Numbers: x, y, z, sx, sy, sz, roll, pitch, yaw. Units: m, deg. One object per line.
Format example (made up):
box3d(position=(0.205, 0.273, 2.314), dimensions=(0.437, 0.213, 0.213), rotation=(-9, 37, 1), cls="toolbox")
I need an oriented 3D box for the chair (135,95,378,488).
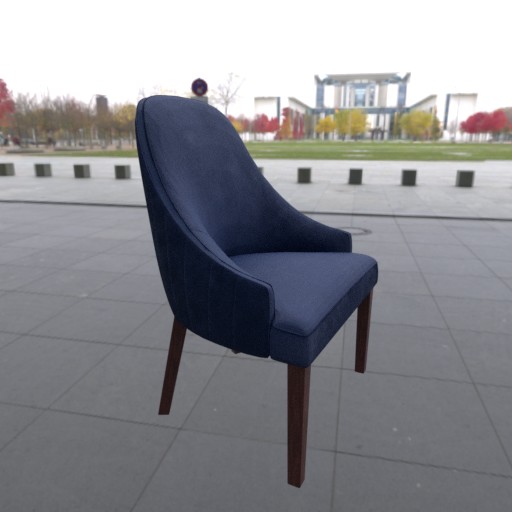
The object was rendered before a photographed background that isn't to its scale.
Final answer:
box3d(position=(0.000, 0.000, 1.274), dimensions=(0.575, 0.889, 0.643), rotation=(8, 17, 27), cls="chair")
